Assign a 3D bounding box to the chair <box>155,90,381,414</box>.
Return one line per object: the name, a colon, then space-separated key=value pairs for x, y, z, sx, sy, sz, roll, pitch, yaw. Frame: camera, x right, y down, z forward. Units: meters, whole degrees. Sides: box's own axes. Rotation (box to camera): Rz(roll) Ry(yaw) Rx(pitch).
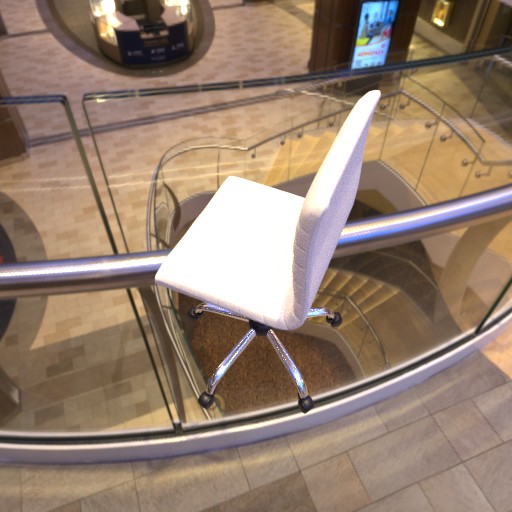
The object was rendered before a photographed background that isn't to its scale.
chair: x=0.000 y=0.000 z=1.062 sx=0.455 sy=0.750 sz=0.520 roll=17 pitch=50 yaw=15
